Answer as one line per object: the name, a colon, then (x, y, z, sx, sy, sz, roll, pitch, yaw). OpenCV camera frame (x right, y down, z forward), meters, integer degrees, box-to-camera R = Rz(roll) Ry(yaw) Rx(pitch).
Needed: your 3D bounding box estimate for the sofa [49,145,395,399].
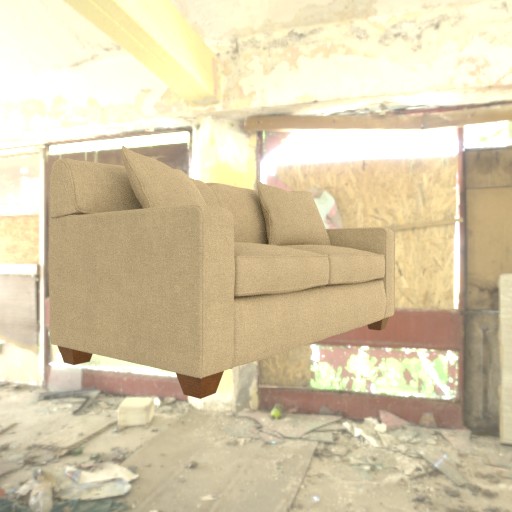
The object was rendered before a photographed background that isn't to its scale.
sofa: (0.000, 0.000, 2.444, 0.998, 0.958, 1.846, 0, 0, 36)
